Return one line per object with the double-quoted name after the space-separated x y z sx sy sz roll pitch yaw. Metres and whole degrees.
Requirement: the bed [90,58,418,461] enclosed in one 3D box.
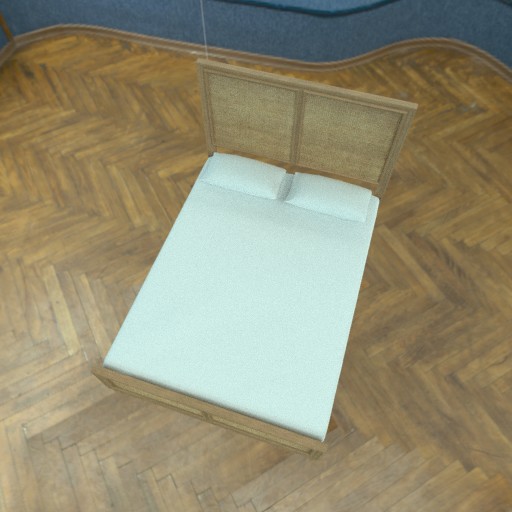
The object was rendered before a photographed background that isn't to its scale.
0.000 0.000 3.199 1.606 1.387 2.184 16 60 9 "bed"
